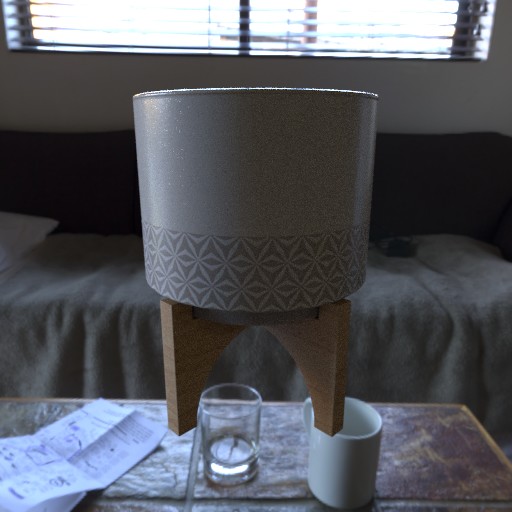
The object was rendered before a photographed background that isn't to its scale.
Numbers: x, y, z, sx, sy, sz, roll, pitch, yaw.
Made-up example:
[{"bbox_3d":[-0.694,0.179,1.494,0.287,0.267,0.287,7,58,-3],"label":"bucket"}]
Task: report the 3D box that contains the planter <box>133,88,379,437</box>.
[{"bbox_3d":[0.000,0.000,0.510,0.249,0.343,0.249,0,16,0],"label":"planter"}]
